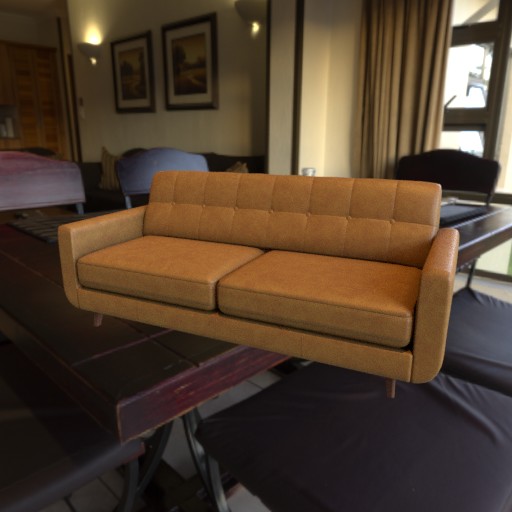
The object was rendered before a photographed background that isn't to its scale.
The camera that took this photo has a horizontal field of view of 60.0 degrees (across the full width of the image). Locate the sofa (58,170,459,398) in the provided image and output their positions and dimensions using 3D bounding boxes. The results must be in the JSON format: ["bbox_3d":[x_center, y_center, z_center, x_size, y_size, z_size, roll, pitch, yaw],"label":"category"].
[{"bbox_3d":[0.000,0.000,2.598,2.137,0.892,0.980,7,17,24],"label":"sofa"}]
